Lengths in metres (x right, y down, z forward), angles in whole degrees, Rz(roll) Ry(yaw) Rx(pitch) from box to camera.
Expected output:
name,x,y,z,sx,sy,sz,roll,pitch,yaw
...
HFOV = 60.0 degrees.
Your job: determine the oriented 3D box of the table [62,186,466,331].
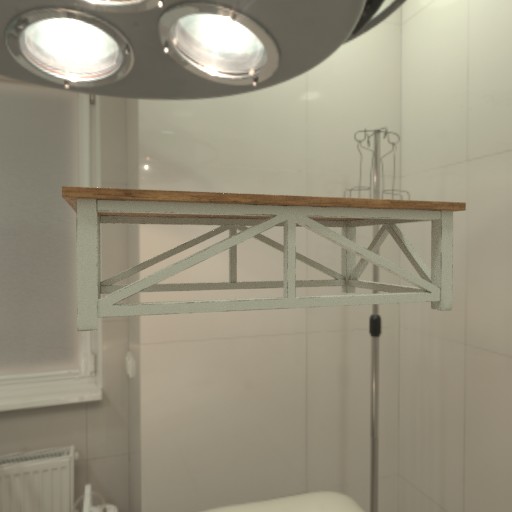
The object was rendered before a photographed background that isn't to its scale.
name,x,y,z,sx,sy,sz,roll,pitch,yaw
table,0.000,0.000,1.829,1.400,0.410,0.800,0,1,-19
